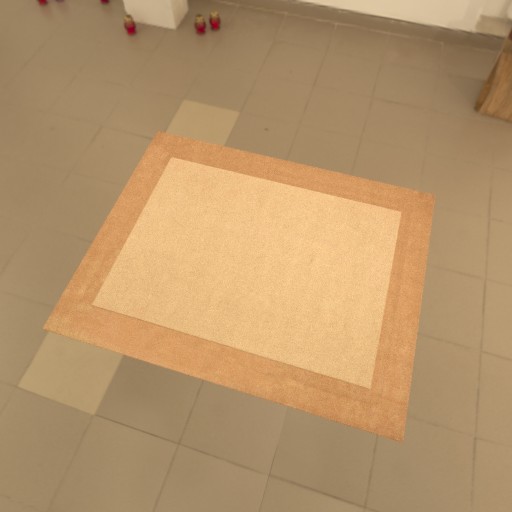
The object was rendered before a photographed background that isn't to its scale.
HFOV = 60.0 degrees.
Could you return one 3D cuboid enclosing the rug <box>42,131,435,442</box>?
[{"bbox_3d":[0.000,0.000,4.123,3.048,0.014,2.438,15,61,9],"label":"rug"}]
